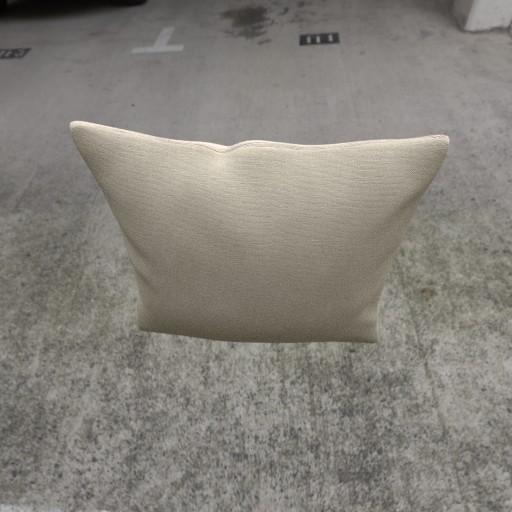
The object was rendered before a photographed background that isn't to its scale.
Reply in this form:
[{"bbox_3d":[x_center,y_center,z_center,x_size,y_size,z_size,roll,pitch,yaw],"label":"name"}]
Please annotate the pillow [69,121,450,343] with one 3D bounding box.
[{"bbox_3d":[0.000,0.000,0.653,0.437,0.420,0.162,3,47,3],"label":"pillow"}]
